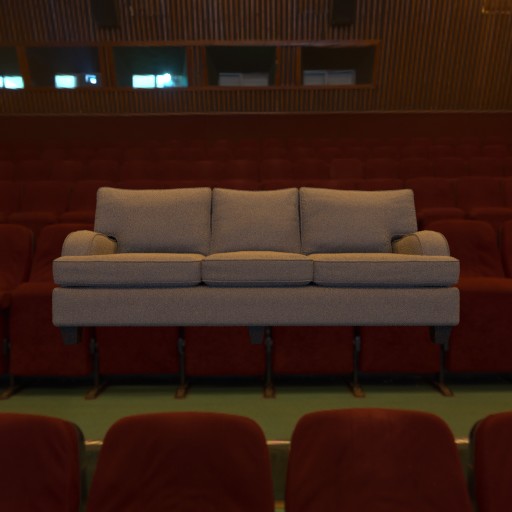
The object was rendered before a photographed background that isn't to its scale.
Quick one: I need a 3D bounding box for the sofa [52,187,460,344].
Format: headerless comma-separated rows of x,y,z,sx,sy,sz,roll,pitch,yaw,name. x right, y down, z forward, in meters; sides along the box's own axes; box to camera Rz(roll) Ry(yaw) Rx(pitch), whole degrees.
0.000,0.000,2.960,2.323,0.991,1.016,0,1,-1,sofa
